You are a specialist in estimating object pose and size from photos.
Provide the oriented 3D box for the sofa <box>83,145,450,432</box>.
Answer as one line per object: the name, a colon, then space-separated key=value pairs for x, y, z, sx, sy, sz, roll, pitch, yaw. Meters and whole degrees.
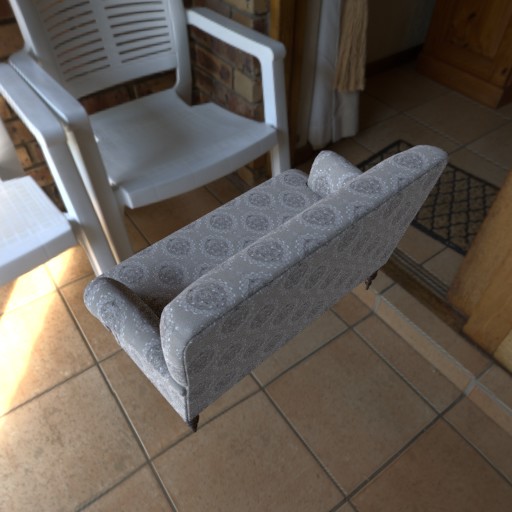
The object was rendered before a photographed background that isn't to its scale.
sofa: x=0.000 y=0.000 z=1.805 sx=1.297 sy=0.889 sz=0.779 roll=-33 pitch=55 yaw=-27
